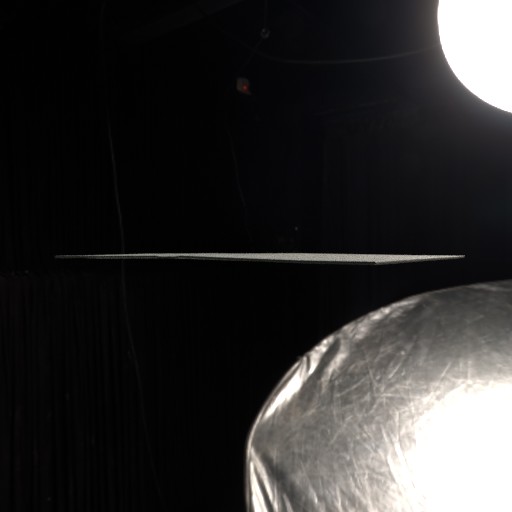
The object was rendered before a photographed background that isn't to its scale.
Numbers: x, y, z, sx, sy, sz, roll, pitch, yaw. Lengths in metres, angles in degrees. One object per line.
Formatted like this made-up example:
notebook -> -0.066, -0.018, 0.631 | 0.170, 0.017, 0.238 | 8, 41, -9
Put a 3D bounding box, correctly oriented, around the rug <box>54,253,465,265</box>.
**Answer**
rug -> 0.000, 0.000, 5.308 | 4.078, 0.052, 2.802 | 1, 1, 37
